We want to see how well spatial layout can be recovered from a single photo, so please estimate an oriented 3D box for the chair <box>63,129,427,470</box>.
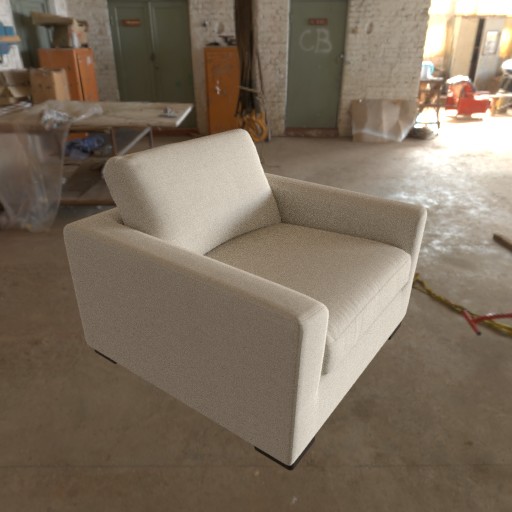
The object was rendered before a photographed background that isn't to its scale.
[{"bbox_3d":[0.000,0.000,1.888,1.100,0.876,1.070,18,32,32],"label":"chair"}]
